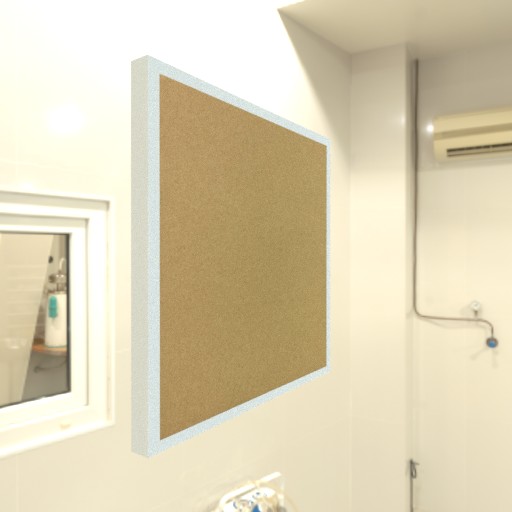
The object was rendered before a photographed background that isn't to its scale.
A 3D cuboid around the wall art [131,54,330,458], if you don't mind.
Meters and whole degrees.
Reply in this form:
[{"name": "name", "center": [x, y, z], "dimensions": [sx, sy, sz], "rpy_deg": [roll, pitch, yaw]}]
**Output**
[{"name": "wall art", "center": [0.000, 0.000, 0.466], "dimensions": [0.020, 0.307, 0.307], "rpy_deg": [0, 0, 36]}]
